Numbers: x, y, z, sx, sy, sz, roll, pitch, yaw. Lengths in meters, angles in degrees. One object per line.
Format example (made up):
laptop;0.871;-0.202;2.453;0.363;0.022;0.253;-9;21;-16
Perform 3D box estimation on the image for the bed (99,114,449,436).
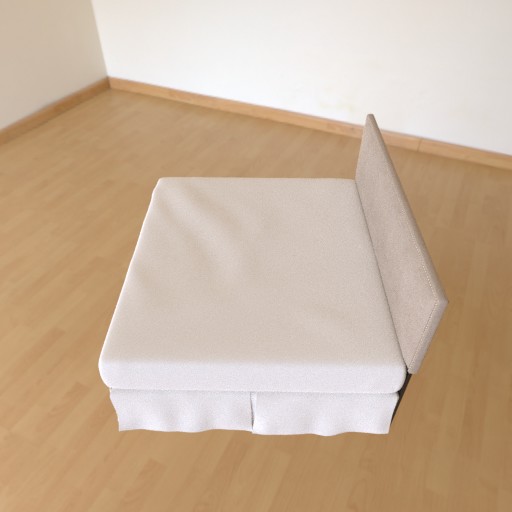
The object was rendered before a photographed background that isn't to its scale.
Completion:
bed;0.000;0.000;3.373;1.914;1.346;2.170;1;42;1
